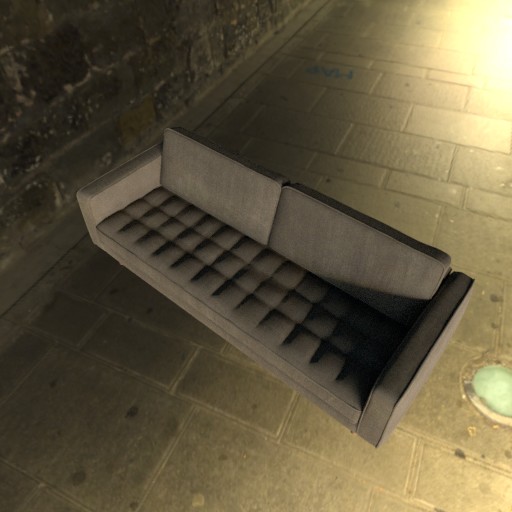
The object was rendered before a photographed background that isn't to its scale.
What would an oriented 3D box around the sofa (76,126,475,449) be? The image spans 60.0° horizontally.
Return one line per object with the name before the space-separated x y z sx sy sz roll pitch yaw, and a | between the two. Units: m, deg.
sofa | 0.000 0.000 2.681 2.295 0.813 0.923 31 54 26
